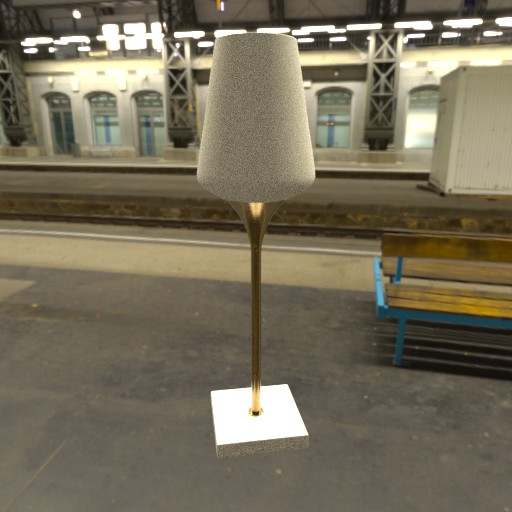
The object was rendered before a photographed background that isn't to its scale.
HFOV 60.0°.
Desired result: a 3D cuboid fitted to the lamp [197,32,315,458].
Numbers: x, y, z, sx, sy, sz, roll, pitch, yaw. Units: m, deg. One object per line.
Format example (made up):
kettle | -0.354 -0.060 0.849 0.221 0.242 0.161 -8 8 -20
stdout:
lamp | 0.000 0.000 0.720 0.181 0.639 0.181 -3 16 -9
